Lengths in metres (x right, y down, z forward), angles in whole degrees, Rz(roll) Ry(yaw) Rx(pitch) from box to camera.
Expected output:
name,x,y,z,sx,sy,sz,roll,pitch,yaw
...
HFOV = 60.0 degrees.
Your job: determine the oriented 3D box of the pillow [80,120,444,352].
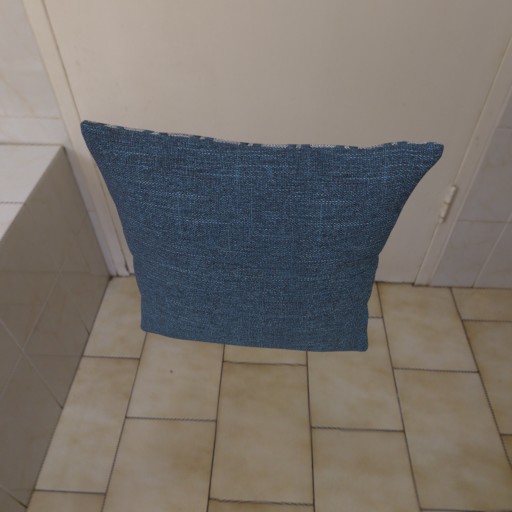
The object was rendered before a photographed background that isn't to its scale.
name,x,y,z,sx,sy,sz,roll,pitch,yaw
pillow,0.000,0.000,0.679,0.435,0.435,0.159,3,46,3
